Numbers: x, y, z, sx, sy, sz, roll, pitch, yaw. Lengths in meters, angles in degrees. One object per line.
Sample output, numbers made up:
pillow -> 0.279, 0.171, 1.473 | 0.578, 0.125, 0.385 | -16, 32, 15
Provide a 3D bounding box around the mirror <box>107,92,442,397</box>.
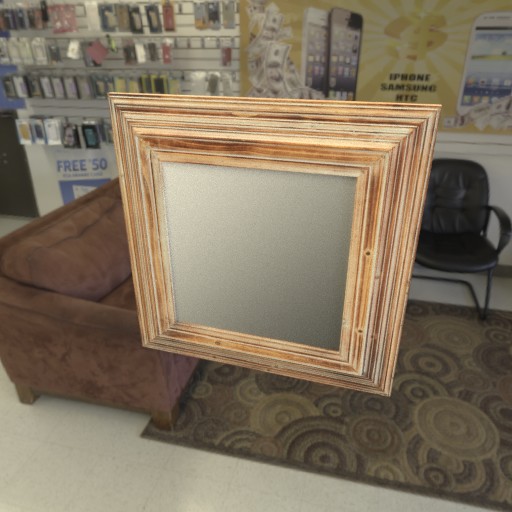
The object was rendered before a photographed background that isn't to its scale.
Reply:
mirror -> 0.000, 0.000, 1.198 | 0.804, 0.804, 0.061 | 8, 27, 15
